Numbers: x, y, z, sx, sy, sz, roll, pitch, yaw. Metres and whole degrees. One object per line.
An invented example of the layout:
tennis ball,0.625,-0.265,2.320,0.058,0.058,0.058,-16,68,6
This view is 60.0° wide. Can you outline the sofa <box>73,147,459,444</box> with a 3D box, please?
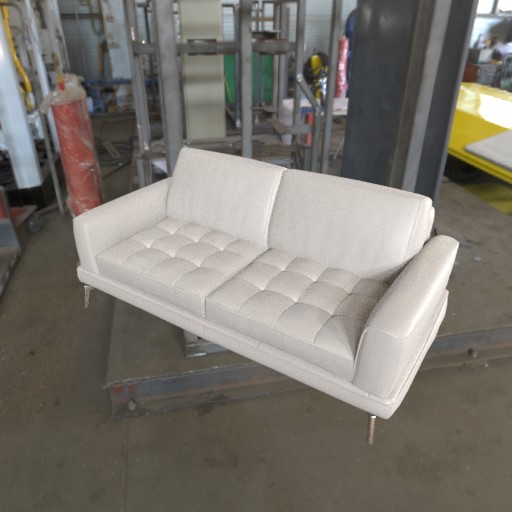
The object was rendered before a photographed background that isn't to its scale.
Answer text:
sofa,0.000,0.000,2.730,2.177,0.930,1.121,18,34,28
